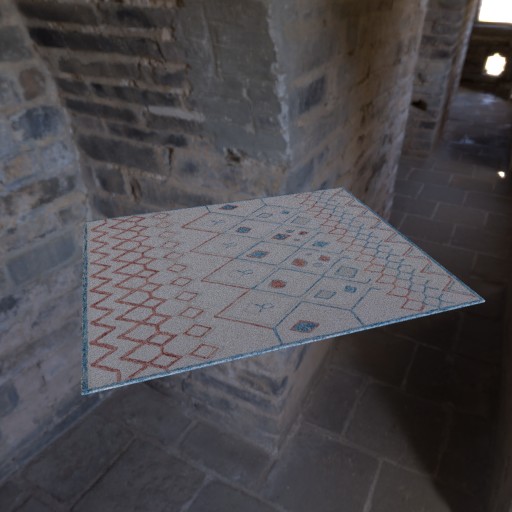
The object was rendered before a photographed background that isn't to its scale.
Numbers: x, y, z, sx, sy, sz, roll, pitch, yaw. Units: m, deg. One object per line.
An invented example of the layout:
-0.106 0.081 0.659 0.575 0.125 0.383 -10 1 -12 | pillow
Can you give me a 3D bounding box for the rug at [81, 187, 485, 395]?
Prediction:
0.000 0.000 4.112 3.050 0.016 2.441 -10 33 -15 | rug
